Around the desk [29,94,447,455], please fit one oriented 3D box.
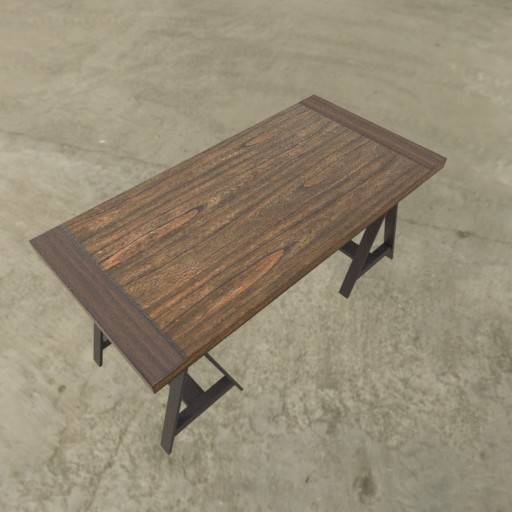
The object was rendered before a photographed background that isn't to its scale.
[{"bbox_3d":[0.000,0.000,2.015,1.543,0.725,0.784,-35,57,-28],"label":"desk"}]
